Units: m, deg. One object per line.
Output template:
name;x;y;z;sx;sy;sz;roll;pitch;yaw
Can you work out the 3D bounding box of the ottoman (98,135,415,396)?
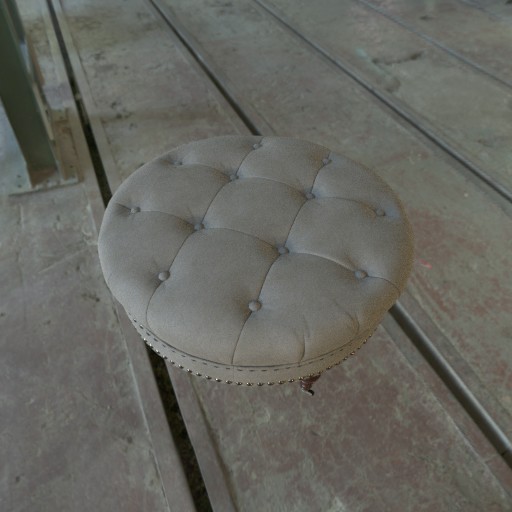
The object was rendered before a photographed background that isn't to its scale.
ottoman;0.000;0.000;1.403;0.901;0.439;0.901;0;47;0
